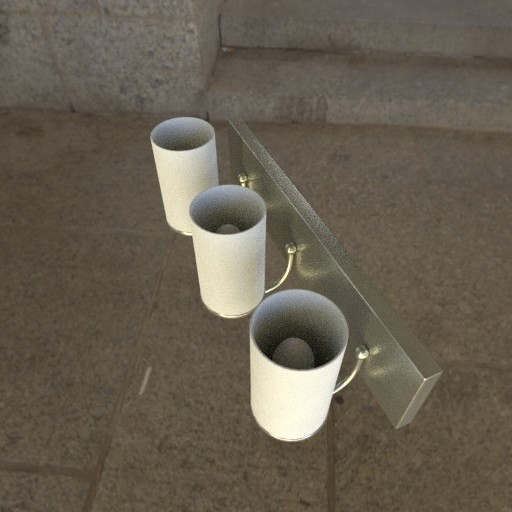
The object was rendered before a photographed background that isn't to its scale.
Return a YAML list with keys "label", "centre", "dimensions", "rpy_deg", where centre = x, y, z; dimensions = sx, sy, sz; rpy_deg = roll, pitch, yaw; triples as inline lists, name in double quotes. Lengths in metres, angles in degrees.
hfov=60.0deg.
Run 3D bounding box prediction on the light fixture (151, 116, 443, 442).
- label: "light fixture"
  centre: [0.000, 0.000, 0.527]
  dimensions: [0.145, 0.172, 0.451]
  rpy_deg: [-18, 50, -16]
